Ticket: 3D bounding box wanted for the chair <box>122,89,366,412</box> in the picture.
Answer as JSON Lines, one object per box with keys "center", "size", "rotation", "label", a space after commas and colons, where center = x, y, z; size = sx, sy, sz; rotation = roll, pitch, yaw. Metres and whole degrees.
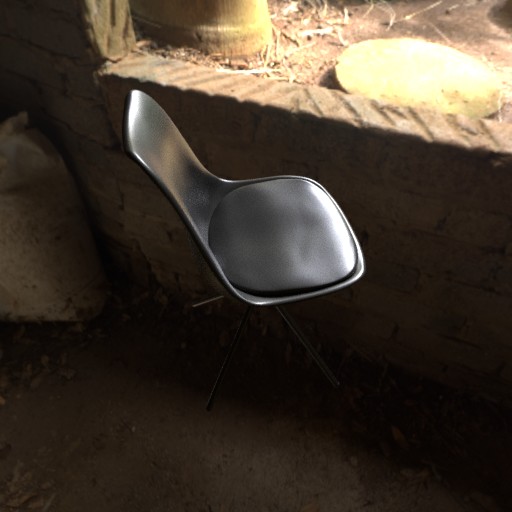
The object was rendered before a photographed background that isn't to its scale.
{"center": [0.000, 0.000, 1.179], "size": [0.525, 0.850, 0.461], "rotation": [-8, 47, -8], "label": "chair"}
